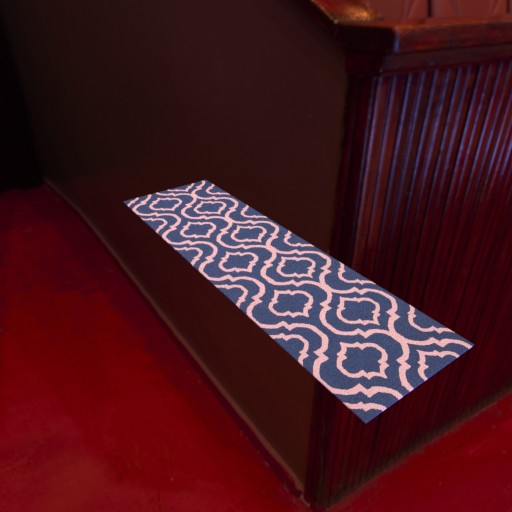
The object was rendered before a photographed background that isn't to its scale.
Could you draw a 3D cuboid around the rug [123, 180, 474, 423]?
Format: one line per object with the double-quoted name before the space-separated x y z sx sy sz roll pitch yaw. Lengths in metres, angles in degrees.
"rug" 0.000 0.000 2.549 0.685 0.006 2.296 -21 38 -30
